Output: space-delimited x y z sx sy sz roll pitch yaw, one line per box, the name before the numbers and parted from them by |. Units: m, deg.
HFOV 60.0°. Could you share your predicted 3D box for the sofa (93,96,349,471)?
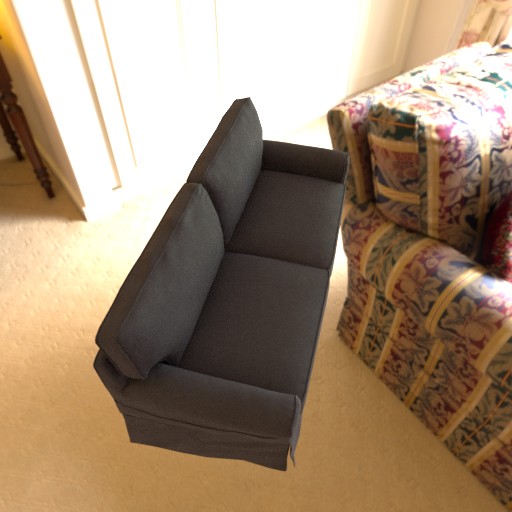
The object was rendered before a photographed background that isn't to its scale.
sofa | 0.000 0.000 2.835 0.983 1.094 2.256 11 48 10
